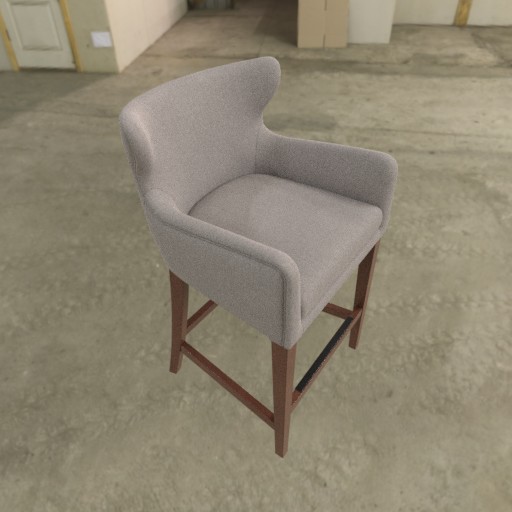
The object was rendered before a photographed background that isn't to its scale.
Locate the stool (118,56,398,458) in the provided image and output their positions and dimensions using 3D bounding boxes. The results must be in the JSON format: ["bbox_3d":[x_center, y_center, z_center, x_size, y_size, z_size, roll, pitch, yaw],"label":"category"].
[{"bbox_3d":[0.000,0.000,1.312,0.575,0.951,0.575,24,46,26],"label":"stool"}]
